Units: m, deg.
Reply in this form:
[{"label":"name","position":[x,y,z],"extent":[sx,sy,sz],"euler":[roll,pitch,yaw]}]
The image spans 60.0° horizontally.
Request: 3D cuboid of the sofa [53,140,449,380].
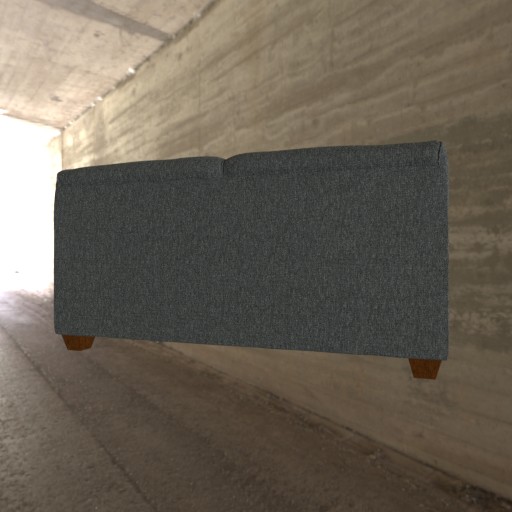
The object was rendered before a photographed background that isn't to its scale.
[{"label":"sofa","position":[0.000,0.000,2.394],"extent":[1.846,0.958,0.998],"euler":[0,0,18]}]
